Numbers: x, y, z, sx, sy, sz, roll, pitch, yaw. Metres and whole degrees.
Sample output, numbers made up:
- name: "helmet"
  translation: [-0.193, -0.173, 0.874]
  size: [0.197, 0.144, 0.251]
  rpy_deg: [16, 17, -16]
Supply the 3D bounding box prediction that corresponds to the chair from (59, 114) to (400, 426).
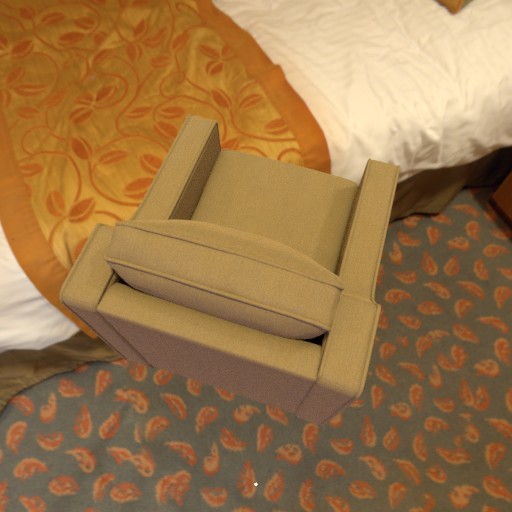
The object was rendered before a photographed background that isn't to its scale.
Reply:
- name: "chair"
  translation: [0.000, 0.000, 1.625]
  size: [0.831, 0.960, 0.909]
  rpy_deg: [16, 64, 8]
